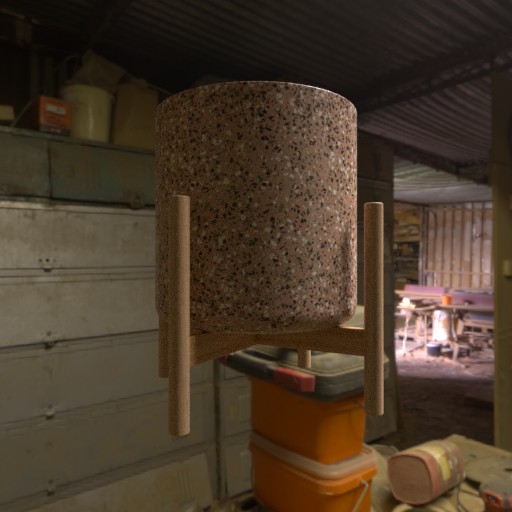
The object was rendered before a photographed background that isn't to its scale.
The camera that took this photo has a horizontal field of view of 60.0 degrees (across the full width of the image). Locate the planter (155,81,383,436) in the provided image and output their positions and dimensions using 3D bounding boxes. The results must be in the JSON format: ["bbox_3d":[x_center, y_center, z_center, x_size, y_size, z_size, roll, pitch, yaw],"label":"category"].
[{"bbox_3d":[0.000,0.000,0.683,0.360,0.419,0.360,0,0,-37],"label":"planter"}]
